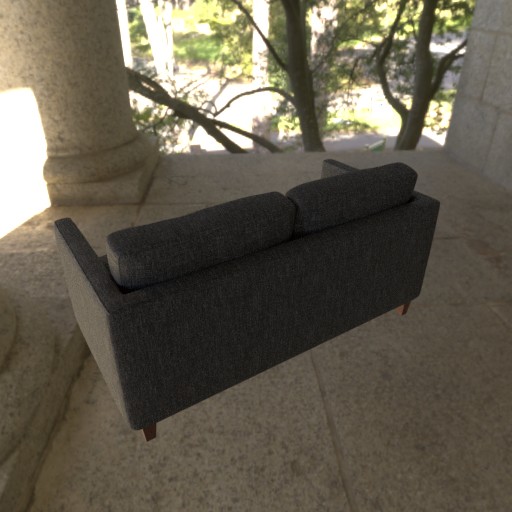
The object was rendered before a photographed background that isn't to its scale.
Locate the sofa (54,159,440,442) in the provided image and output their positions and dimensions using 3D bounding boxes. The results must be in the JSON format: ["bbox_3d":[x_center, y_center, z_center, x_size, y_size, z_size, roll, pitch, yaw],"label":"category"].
[{"bbox_3d":[0.000,0.000,2.473,1.884,0.963,0.950,-18,35,-28],"label":"sofa"}]
